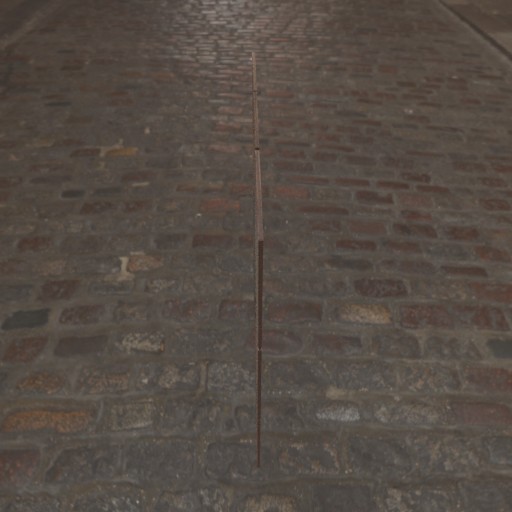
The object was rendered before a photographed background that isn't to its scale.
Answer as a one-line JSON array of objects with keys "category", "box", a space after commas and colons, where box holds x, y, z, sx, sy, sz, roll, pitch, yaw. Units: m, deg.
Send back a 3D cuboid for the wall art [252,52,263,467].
[{"category": "wall art", "box": [0.000, 0.000, 2.302, 0.014, 1.525, 1.527, -1, 43, -1]}]
